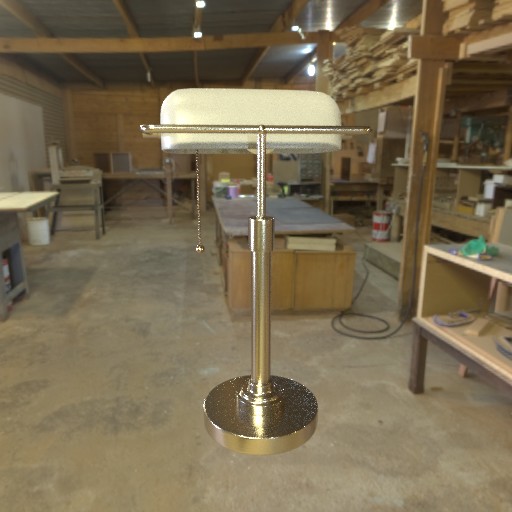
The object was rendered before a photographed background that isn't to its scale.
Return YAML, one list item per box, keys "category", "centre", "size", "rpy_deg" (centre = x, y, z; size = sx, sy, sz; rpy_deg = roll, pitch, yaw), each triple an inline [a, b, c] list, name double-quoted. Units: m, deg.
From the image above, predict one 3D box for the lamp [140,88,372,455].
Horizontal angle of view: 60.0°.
- category: "lamp"
  centre: [0.000, 0.000, 0.557]
  size: [0.269, 0.404, 0.227]
  rpy_deg: [-2, 14, -8]
